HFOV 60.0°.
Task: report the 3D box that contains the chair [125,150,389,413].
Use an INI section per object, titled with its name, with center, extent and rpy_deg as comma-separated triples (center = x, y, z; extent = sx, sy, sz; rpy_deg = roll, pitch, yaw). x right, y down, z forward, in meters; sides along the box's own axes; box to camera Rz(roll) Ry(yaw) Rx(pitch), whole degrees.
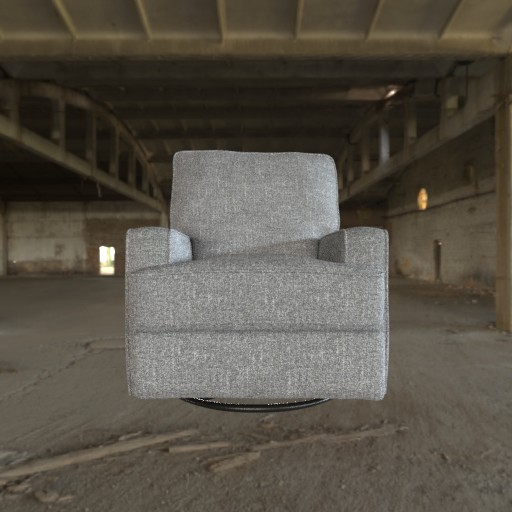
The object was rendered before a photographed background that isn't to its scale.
[chair]
center = 0.000, 0.000, 1.754
extent = 0.861, 0.962, 0.964
rpy_deg = 0, 0, -1
